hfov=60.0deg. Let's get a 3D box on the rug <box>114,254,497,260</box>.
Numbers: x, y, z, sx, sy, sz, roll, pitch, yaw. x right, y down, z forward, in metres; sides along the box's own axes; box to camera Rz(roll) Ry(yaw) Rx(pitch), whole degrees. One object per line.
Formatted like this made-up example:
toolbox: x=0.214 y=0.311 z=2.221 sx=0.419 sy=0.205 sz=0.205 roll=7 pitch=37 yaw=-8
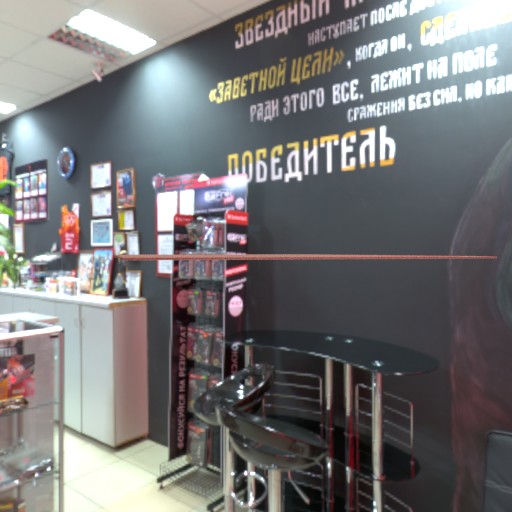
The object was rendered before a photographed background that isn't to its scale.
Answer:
rug: x=0.000 y=0.000 z=3.449 sx=2.073 sy=0.011 sz=2.584 roll=0 pitch=1 yaw=-19
